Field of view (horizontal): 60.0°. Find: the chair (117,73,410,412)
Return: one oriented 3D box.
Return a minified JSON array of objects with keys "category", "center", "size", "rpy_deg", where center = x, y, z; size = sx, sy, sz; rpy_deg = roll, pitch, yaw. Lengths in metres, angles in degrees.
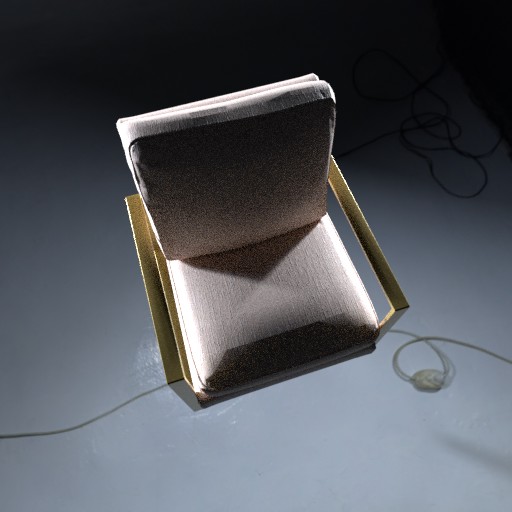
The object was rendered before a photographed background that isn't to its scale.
[{"category":"chair","center":[0.000,0.000,1.548],"size":[0.758,0.956,0.813],"rpy_deg":[-16,65,-8]}]
